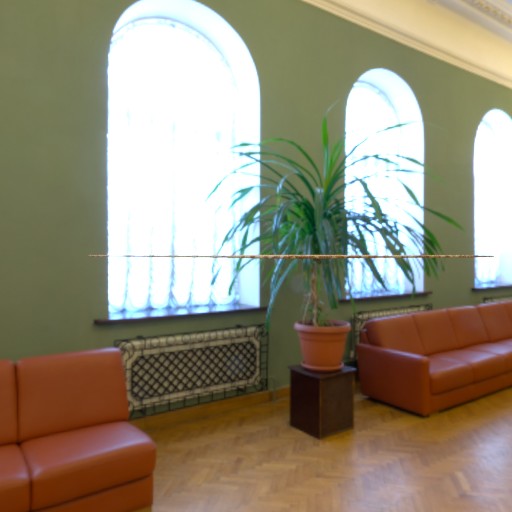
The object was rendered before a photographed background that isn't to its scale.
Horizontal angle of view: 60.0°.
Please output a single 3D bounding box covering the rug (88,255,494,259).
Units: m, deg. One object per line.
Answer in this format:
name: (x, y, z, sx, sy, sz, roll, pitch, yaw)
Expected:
rug: (0.000, 0.000, 3.002, 1.517, 0.011, 2.435, 0, 0, -37)
